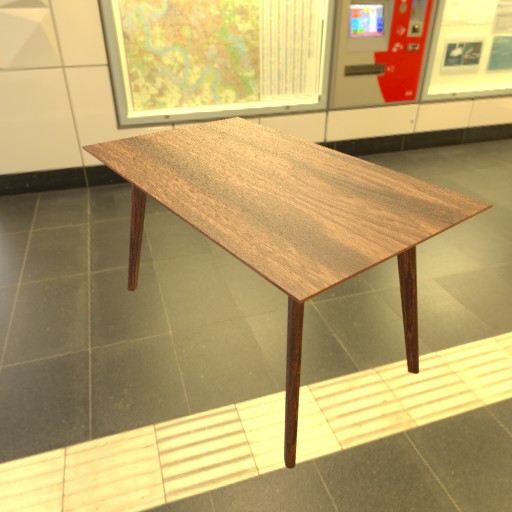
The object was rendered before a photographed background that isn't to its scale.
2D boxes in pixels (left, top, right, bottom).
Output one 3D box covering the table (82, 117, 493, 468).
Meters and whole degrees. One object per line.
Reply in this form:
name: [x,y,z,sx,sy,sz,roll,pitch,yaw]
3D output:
table: [0.000,0.000,1.799,0.801,0.724,1.349,-22,38,-31]
